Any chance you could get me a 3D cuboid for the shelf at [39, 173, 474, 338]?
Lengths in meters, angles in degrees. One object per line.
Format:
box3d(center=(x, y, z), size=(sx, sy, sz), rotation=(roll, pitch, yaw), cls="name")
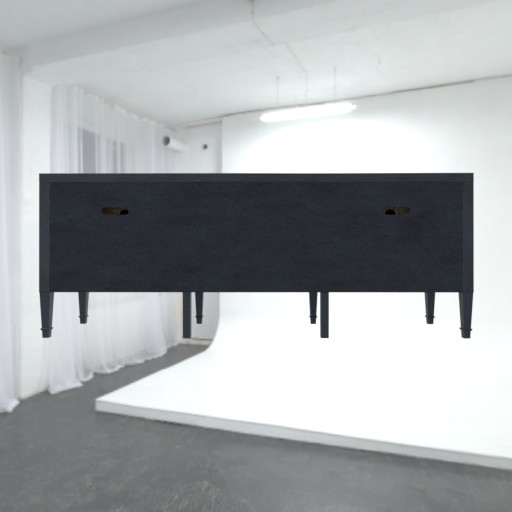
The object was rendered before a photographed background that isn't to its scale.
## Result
box3d(center=(0.000, 0.000, 2.150), size=(1.878, 0.715, 0.471), rotation=(0, 0, 0), cls="shelf")
